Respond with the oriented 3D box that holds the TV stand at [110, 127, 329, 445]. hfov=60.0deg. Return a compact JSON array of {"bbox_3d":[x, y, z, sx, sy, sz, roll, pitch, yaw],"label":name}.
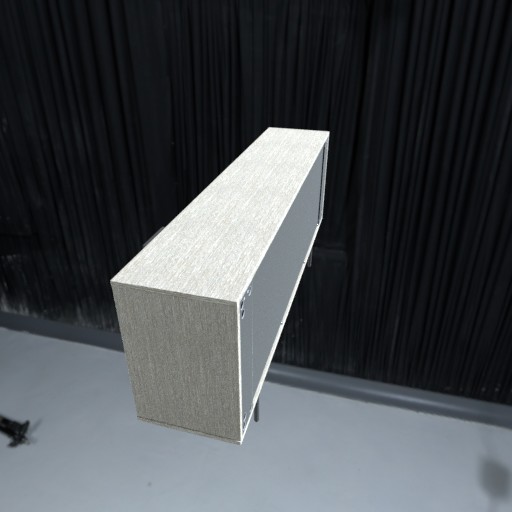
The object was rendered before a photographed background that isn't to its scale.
[{"bbox_3d":[0.000,0.000,2.150,0.405,0.787,1.804,8,31,14],"label":"TV stand"}]
